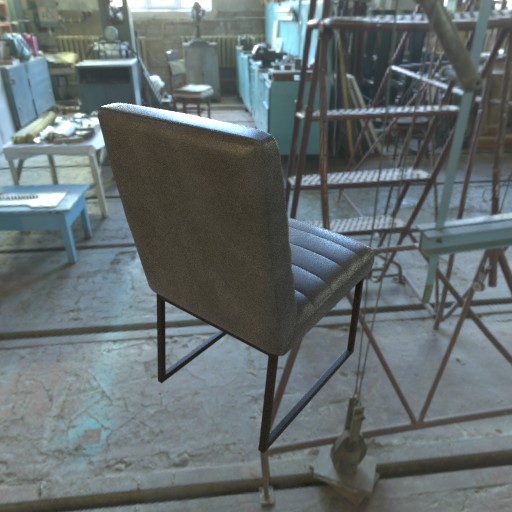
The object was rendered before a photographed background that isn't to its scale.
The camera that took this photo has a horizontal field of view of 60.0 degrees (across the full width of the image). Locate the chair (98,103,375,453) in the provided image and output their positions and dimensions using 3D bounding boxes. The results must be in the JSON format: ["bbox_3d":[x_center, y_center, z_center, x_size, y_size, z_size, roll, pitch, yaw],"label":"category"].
[{"bbox_3d":[0.000,0.000,1.357,0.520,0.930,0.634,21,36,33],"label":"chair"}]
